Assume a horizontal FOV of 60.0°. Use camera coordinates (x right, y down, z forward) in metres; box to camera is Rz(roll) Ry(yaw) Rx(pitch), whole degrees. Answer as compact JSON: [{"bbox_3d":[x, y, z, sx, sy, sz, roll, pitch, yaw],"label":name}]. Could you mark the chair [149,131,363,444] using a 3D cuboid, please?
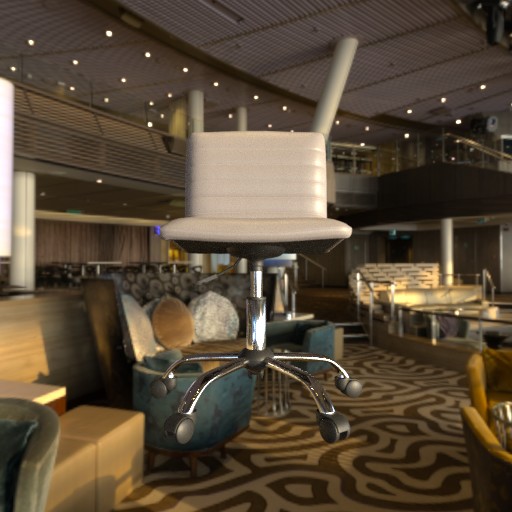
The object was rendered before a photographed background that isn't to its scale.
[{"bbox_3d":[0.000,0.000,1.134,0.569,0.750,0.542,0,-1,0],"label":"chair"}]
